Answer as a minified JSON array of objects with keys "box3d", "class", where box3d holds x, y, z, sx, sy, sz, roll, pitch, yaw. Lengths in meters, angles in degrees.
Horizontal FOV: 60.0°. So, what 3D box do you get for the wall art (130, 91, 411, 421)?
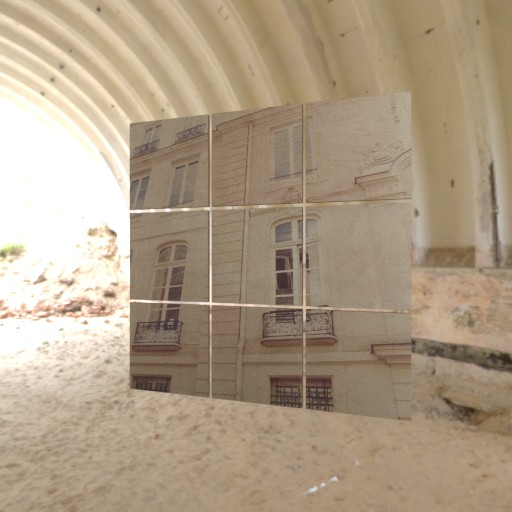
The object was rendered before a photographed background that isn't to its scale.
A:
[{"box3d":[0.000,0.000,1.846,1.221,1.218,0.024,0,0,19],"class":"wall art"}]
